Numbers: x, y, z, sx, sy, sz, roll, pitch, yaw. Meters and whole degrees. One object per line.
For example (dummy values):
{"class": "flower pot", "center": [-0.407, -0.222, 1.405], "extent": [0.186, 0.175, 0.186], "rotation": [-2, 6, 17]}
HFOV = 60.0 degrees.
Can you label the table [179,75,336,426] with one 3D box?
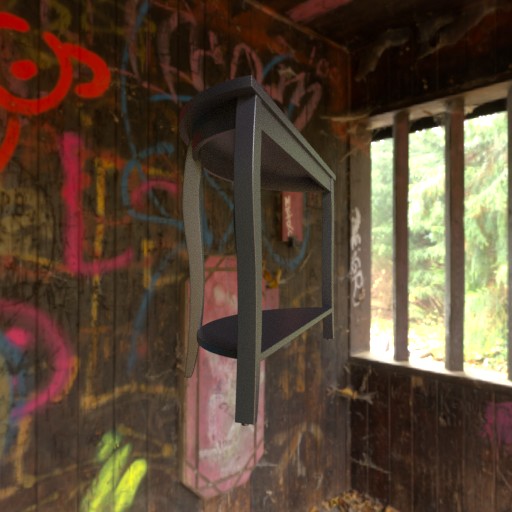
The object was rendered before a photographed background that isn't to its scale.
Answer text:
{"class": "table", "center": [0.000, 0.000, 1.607], "extent": [0.394, 0.780, 1.219], "rotation": [0, -1, 19]}
